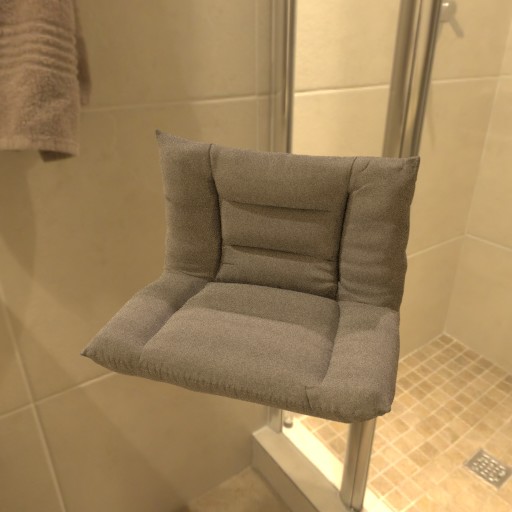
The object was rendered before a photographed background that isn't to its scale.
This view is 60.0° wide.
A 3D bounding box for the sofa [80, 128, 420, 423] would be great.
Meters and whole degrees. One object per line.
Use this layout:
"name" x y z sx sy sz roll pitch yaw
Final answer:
"sofa" 0.000 0.000 1.708 1.144 0.795 0.847 8 27 16
